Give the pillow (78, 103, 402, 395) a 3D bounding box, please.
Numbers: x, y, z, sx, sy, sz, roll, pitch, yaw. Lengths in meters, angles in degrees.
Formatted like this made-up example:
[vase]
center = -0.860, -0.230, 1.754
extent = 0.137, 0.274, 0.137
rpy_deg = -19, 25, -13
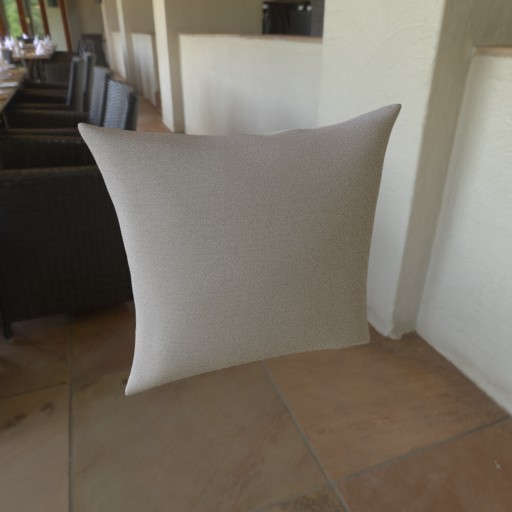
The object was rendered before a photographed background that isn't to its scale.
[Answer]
[pillow]
center = 0.000, 0.000, 0.785
extent = 0.512, 0.497, 0.204
rpy_deg = -8, 28, -15
